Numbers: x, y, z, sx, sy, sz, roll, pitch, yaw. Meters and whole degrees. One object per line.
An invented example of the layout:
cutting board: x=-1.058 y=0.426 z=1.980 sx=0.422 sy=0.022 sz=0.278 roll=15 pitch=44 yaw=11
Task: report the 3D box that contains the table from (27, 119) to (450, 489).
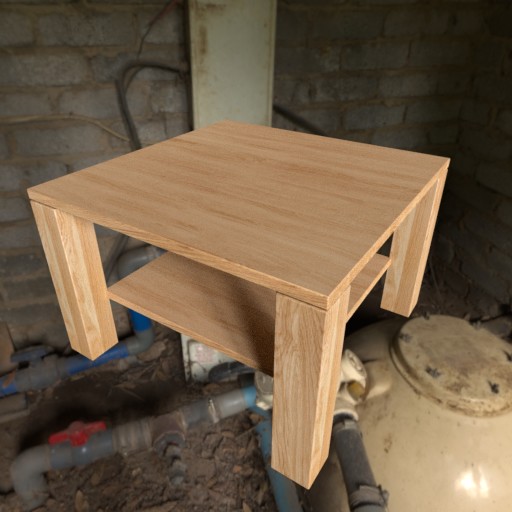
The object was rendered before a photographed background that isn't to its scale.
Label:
table: x=0.000 y=0.000 z=1.136 sx=0.700 sy=0.450 sz=0.700 roll=19 pitch=36 yaw=28
